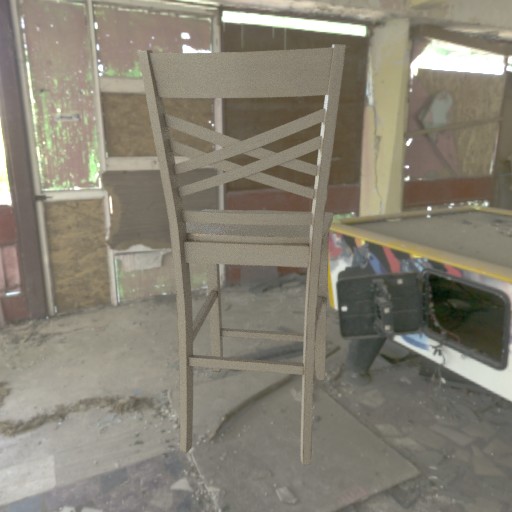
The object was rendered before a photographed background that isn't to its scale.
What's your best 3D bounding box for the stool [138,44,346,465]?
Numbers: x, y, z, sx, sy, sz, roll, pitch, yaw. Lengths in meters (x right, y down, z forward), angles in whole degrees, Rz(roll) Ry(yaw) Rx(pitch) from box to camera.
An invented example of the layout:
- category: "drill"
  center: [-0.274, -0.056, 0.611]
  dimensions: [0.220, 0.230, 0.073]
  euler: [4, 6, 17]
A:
- category: "stool"
  center: [0.000, 0.000, 1.347]
  dimensions: [0.462, 1.079, 0.539]
  euler: [2, 15, 9]
